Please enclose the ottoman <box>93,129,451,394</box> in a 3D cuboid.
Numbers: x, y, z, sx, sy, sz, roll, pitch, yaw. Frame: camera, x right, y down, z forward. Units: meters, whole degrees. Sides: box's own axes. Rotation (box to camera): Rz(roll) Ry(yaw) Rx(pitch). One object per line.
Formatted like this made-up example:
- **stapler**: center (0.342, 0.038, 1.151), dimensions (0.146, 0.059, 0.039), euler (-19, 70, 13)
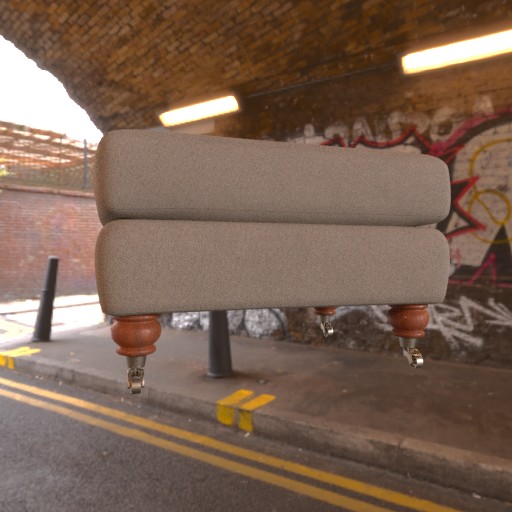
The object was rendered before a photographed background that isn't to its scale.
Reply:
- **ottoman**: center (0.000, 0.000, 1.133), dimensions (0.773, 0.504, 0.569), euler (0, 0, -18)
